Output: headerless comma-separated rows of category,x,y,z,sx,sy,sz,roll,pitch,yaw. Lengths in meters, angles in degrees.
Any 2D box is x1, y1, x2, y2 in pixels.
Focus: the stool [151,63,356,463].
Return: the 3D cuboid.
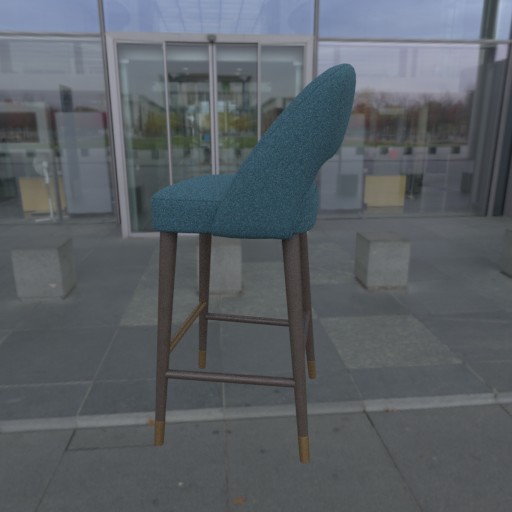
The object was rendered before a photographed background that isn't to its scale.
stool,0.000,0.000,1.313,0.522,1.032,0.536,3,16,9
